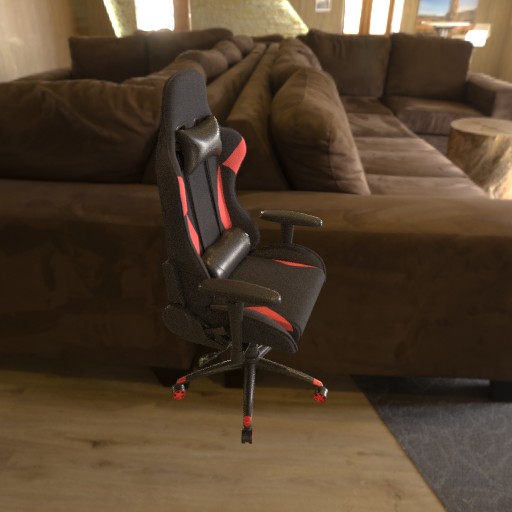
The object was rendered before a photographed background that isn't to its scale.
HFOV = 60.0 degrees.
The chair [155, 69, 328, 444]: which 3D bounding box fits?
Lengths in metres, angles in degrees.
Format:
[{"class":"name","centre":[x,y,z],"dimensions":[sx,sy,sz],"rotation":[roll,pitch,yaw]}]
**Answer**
[{"class":"chair","centre":[0.000,0.000,1.725],"dimensions":[0.658,1.326,0.695],"rotation":[10,30,17]}]
